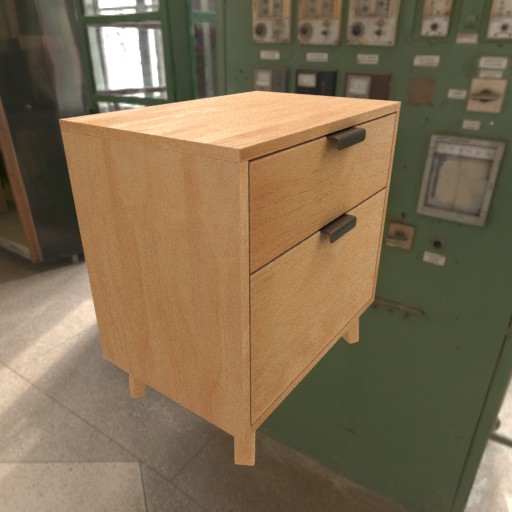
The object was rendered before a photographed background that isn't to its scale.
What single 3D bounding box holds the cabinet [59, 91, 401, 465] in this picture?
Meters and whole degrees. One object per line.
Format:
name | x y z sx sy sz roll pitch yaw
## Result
cabinet | 0.000 0.000 0.949 0.394 0.599 0.551 18 31 32
